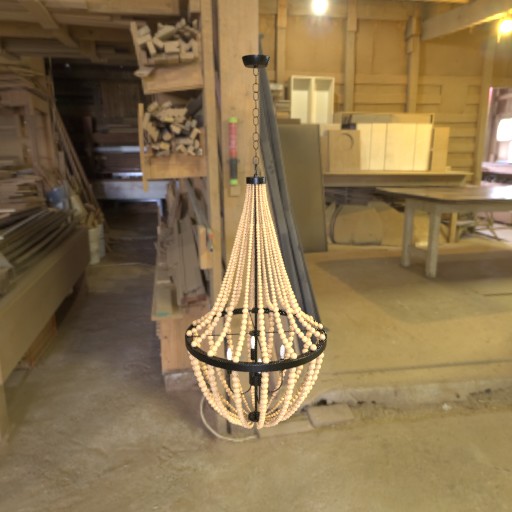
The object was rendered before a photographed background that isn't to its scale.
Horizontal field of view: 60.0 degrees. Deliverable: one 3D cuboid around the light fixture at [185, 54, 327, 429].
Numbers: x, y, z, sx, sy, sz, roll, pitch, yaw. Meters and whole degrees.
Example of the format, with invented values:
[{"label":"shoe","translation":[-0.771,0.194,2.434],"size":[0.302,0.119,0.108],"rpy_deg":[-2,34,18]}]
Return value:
[{"label":"light fixture","translation":[0.000,0.000,1.362],"size":[0.450,1.133,0.450],"rpy_deg":[0,14,0]}]
